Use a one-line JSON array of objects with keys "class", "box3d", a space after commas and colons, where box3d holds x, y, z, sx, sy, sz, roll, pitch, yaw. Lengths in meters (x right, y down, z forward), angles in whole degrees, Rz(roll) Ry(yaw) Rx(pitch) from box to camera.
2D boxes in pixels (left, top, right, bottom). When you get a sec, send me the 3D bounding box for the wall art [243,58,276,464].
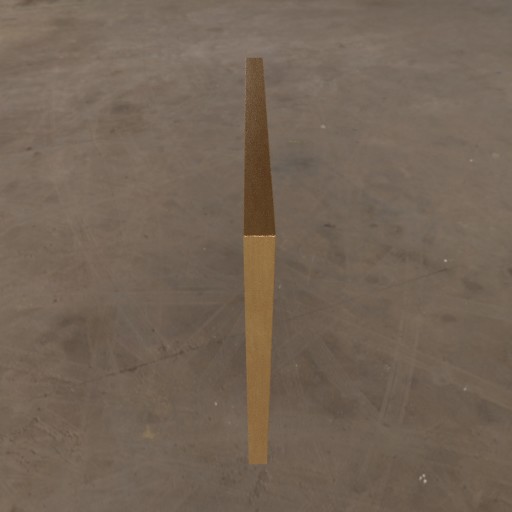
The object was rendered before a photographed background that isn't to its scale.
[{"class": "wall art", "box3d": [0.000, 0.000, 0.465, 0.019, 0.302, 0.302, -1, 42, -1]}]
